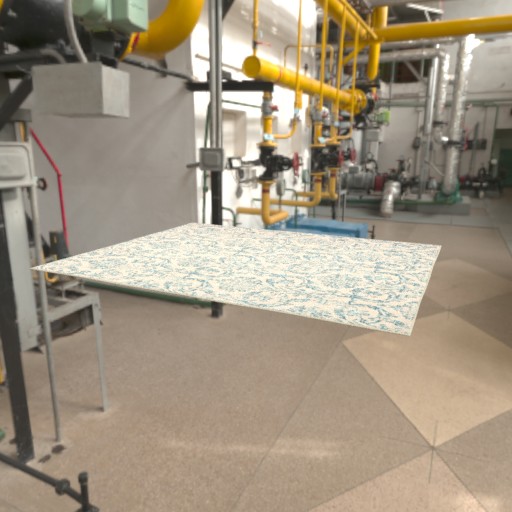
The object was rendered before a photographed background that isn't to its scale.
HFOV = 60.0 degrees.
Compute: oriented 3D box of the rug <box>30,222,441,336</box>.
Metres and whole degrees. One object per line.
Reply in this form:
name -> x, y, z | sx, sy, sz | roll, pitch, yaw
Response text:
rug -> 0.000, 0.000, 4.033 | 2.980, 0.012, 2.363 | 7, 16, 25
